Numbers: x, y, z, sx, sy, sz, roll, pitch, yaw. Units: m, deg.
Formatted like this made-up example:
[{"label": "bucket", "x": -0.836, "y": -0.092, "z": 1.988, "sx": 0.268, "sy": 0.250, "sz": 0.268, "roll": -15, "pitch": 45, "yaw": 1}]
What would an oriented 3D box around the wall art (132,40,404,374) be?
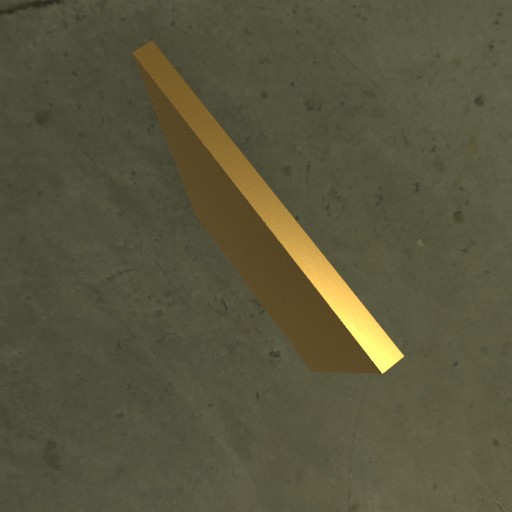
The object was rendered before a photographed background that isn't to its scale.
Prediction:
[{"label": "wall art", "x": 0.000, "y": 0.000, "z": 1.011, "sx": 0.038, "sy": 0.762, "sz": 0.610, "roll": -35, "pitch": 78, "yaw": -8}]
